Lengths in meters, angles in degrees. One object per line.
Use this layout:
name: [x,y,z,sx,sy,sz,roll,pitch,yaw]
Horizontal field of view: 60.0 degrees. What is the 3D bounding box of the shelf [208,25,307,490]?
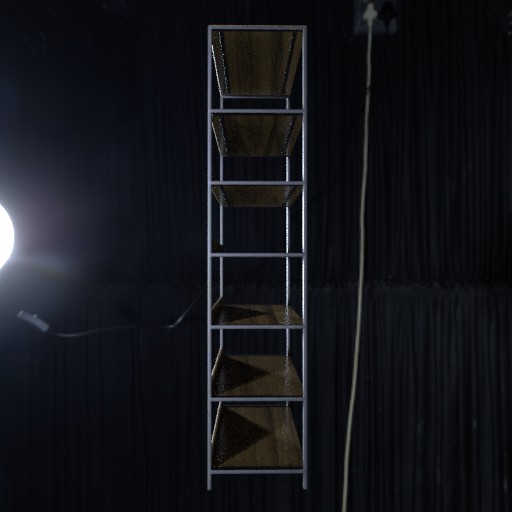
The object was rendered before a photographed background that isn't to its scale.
shelf: [0.000,0.000,2.337,0.431,2.015,0.847,0,0,-1]
